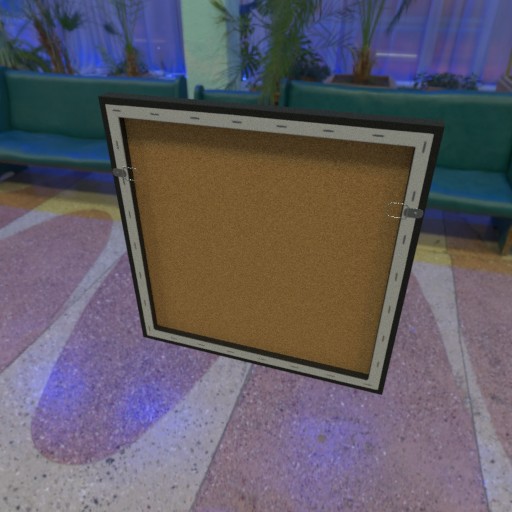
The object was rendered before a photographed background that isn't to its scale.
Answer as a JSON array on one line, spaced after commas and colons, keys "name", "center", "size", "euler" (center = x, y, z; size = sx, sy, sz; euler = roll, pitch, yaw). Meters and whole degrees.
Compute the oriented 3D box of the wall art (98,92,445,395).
[{"name": "wall art", "center": [0.000, 0.000, 1.153], "size": [0.758, 0.758, 0.044], "euler": [10, 34, 15]}]
